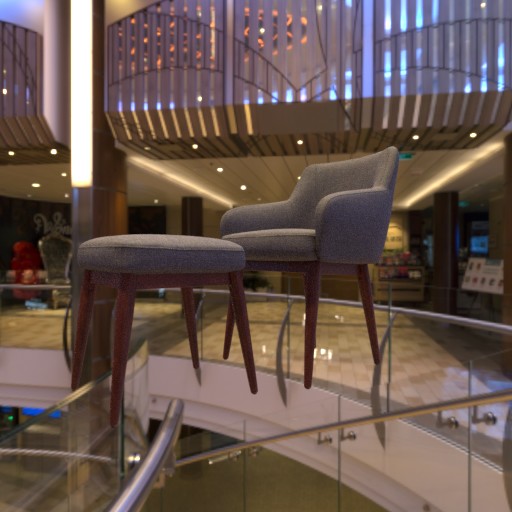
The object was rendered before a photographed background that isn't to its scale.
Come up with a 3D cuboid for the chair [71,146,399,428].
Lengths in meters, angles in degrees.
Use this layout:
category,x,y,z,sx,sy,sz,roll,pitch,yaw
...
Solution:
category,x,y,z,sx,sy,sz,roll,pitch,yaw
chair,0.000,0.000,1.501,1.107,0.799,0.584,0,0,-36
